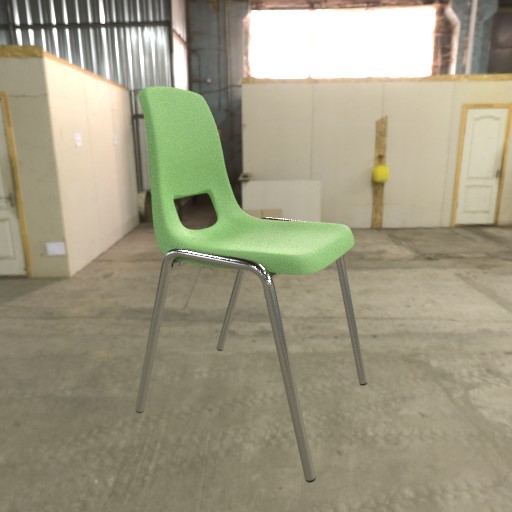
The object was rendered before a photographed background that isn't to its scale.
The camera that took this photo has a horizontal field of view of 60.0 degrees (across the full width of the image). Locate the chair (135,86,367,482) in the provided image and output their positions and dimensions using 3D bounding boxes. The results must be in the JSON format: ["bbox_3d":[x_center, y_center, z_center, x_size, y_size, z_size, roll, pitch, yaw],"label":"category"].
[{"bbox_3d":[0.000,0.000,0.959,0.436,0.704,0.381,8,17,27],"label":"chair"}]
